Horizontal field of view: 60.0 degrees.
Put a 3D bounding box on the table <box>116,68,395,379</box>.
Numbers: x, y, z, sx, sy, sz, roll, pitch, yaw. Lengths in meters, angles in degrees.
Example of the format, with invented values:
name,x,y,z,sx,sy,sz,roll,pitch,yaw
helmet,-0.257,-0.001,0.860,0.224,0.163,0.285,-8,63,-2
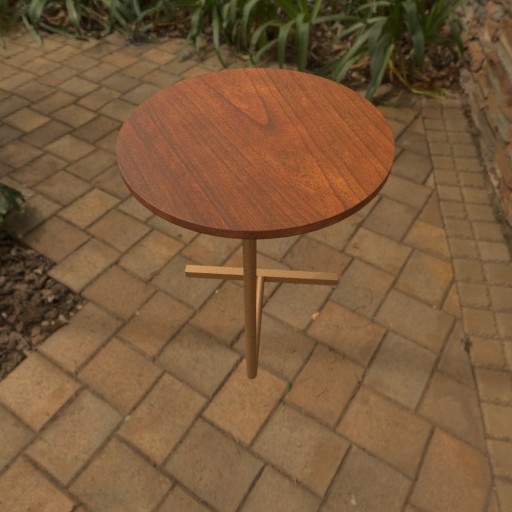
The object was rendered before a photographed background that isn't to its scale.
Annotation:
name,x,y,z,sx,sy,sz,roll,pitch,yaw
table,0.000,0.000,1.120,0.530,0.706,0.577,3,46,3
